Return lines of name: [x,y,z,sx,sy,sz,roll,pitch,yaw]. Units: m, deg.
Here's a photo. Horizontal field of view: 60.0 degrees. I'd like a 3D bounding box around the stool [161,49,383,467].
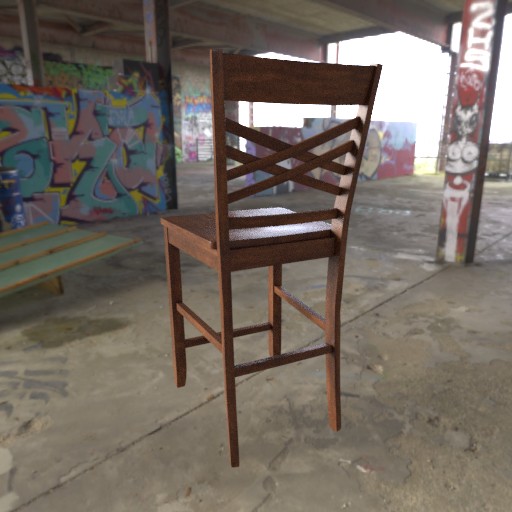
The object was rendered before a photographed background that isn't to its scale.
stool: [0.000,0.000,1.378,0.462,1.079,0.539,-8,17,-26]
